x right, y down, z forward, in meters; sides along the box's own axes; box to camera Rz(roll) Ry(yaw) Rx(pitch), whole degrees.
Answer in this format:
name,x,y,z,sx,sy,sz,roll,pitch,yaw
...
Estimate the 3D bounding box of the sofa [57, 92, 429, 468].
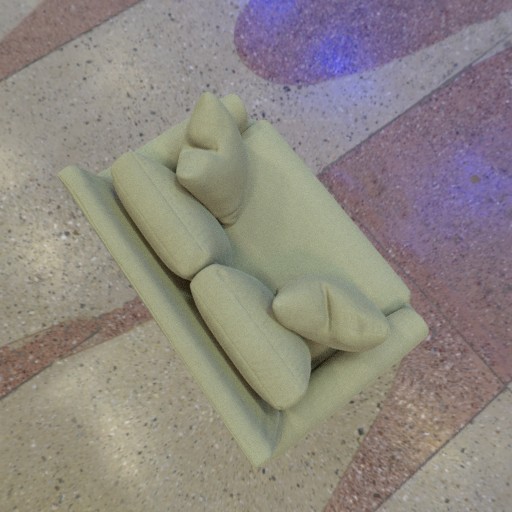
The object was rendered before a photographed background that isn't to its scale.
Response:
name,x,y,z,sx,sy,sz,roll,pitch,yaw
sofa,0.000,0.000,2.141,1.070,0.905,1.550,-35,78,-9
